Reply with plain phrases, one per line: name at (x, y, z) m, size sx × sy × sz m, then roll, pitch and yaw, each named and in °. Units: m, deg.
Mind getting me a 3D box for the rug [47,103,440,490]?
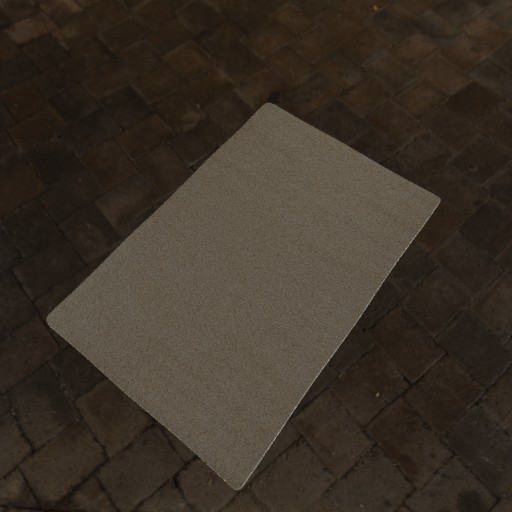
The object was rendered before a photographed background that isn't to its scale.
rug at (0.000, 0.000, 3.430) m, size 1.798 × 0.025 × 2.698 m, roll 35°, pitch 68°, yaw 16°
